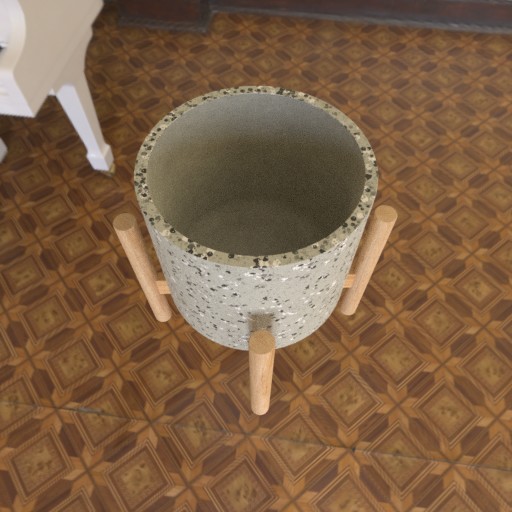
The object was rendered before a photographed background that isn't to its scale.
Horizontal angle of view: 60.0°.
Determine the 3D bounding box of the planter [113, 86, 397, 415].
[{"bbox_3d":[0.000,0.000,0.542,0.284,0.320,0.284,17,60,11],"label":"planter"}]
